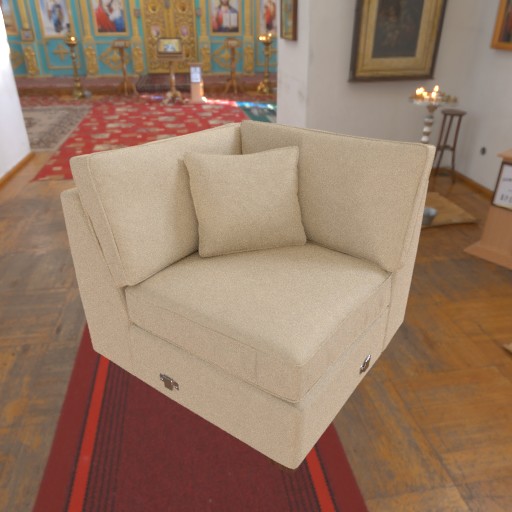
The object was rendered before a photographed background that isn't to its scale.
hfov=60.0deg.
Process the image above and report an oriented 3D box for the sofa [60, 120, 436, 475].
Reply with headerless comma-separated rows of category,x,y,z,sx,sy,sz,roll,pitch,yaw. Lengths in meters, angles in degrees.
sofa,0.000,0.000,1.923,1.146,1.002,1.084,18,32,31
